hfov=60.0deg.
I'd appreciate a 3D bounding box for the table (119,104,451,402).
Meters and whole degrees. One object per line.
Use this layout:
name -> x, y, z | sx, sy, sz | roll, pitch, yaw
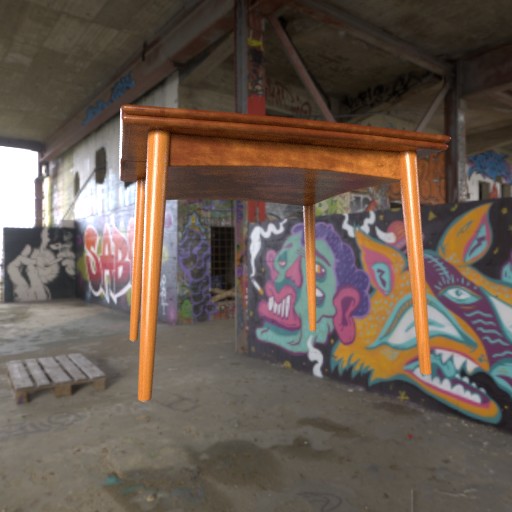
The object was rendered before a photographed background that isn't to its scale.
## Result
table -> 0.000, 0.000, 1.686 | 0.991, 0.754, 0.991 | 0, 0, -17
